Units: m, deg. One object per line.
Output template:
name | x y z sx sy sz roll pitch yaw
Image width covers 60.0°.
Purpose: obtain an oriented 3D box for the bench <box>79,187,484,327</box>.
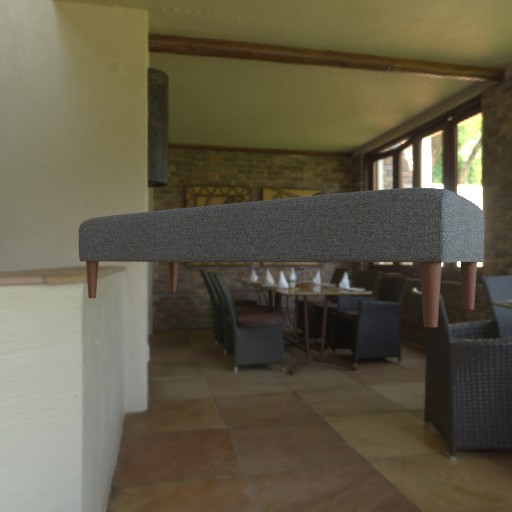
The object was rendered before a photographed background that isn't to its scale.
bench | 0.000 0.000 1.812 1.598 0.384 0.631 0 -1 36
